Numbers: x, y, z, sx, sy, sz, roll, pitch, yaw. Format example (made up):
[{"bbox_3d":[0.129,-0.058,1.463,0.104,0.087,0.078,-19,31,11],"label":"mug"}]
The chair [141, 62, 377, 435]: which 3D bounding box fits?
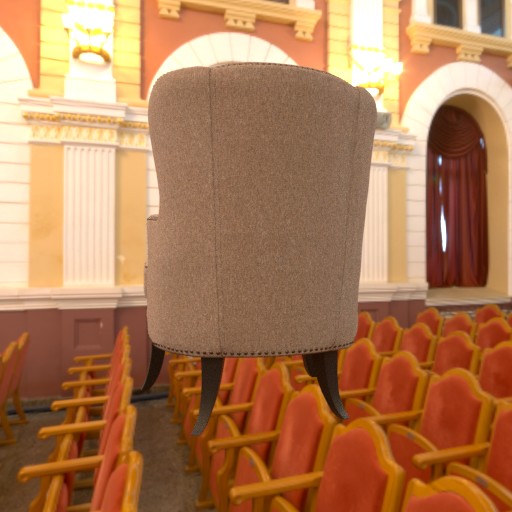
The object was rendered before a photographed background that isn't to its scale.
[{"bbox_3d":[0.000,0.000,1.564,0.759,1.060,0.758,0,-1,-16],"label":"chair"}]
